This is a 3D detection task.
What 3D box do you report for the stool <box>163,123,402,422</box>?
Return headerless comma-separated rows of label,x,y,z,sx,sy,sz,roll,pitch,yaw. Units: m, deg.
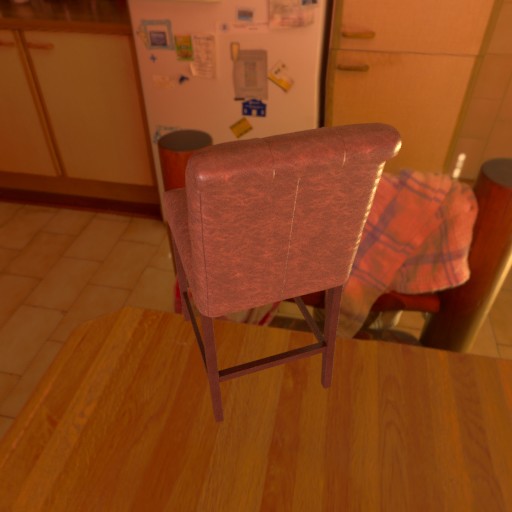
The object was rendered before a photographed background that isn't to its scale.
stool,0.000,0.000,1.460,0.486,1.084,0.660,-12,42,-14
